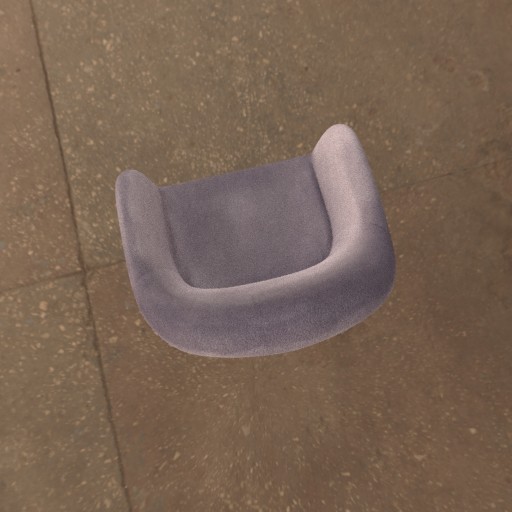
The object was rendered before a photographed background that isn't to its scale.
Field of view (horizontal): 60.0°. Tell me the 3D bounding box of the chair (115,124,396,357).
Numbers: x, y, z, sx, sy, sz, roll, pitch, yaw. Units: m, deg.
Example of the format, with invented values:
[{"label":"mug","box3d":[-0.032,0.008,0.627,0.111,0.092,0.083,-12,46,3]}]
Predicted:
[{"label":"chair","box3d":[0.000,0.000,1.158,0.570,0.780,0.540,-13,75,-4]}]
